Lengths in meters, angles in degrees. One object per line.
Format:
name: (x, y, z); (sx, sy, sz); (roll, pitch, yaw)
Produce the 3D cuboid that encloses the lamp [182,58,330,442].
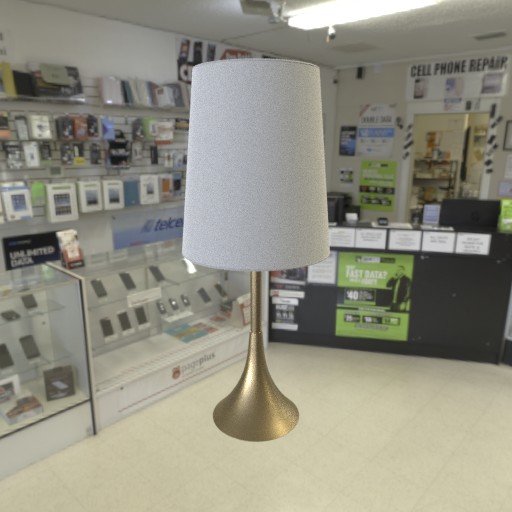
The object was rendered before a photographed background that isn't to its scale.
lamp: (0.000, 0.000, 0.703); (0.231, 0.569, 0.231); (0, 14, 0)
